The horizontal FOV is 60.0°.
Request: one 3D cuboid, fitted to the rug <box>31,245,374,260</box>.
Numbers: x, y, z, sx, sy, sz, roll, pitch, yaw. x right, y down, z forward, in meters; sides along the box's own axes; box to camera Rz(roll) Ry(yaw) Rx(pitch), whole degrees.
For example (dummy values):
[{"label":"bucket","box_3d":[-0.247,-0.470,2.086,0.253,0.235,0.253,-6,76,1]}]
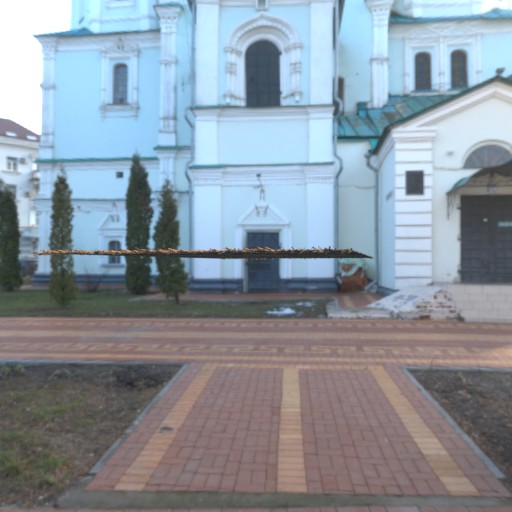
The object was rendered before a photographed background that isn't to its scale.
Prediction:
[{"label":"rug","box_3d":[0.000,0.000,2.394,1.181,0.028,1.936,0,-1,17]}]
